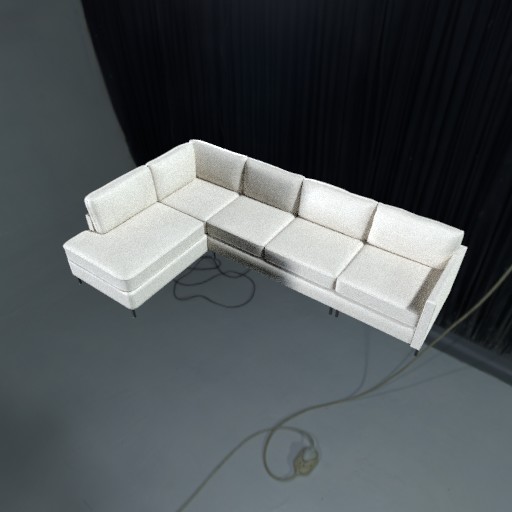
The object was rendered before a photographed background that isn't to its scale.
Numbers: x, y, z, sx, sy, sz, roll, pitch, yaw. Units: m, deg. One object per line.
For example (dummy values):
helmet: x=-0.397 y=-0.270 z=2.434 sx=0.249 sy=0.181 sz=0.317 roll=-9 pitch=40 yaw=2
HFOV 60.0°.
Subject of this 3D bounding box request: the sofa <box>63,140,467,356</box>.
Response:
sofa: x=0.000 y=0.000 z=4.383 sx=3.384 sy=0.996 sz=2.048 roll=25 pitch=46 yaw=26
